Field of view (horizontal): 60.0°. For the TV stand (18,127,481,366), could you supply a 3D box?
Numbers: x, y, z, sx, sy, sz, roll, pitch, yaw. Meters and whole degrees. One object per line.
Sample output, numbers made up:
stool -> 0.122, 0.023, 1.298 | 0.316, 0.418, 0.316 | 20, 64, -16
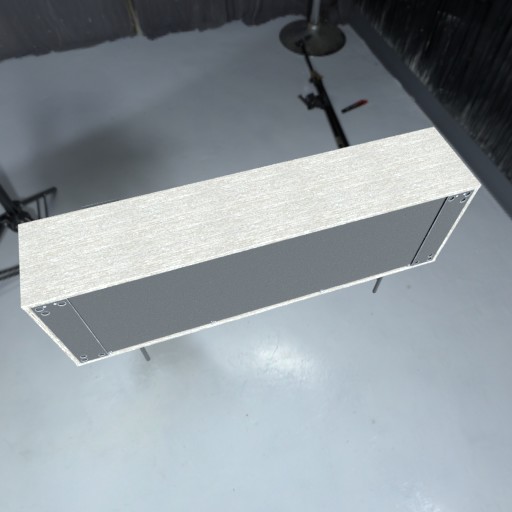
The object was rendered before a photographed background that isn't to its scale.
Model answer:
TV stand -> 0.000, 0.000, 2.088 | 1.804, 0.787, 0.405 | -15, 58, -10
